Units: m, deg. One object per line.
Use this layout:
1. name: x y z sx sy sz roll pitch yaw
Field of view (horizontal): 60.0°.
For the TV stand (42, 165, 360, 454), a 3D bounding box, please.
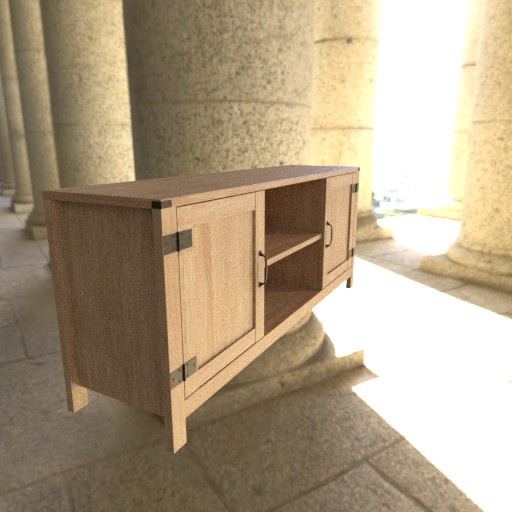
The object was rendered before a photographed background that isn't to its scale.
1. TV stand: 0.000 0.000 1.688 0.398 0.610 1.466 8 16 28
